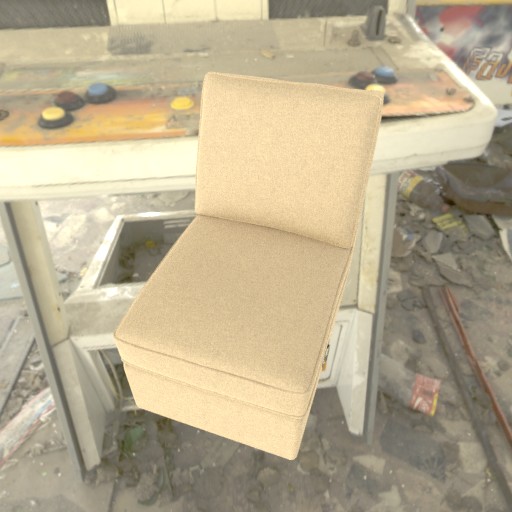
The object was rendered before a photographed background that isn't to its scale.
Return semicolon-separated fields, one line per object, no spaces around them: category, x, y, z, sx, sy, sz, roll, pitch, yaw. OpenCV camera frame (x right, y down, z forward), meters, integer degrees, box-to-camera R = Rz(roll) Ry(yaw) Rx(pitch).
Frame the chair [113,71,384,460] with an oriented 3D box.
chair;0.000;0.000;1.529;0.621;0.970;0.938;13;44;14
